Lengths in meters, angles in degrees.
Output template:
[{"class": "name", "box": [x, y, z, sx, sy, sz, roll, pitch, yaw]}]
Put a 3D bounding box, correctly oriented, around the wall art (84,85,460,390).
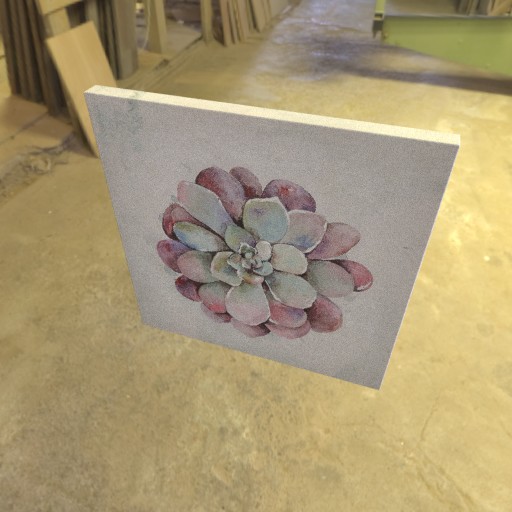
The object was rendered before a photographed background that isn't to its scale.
[{"class": "wall art", "box": [0.000, 0.000, 0.894, 0.605, 0.605, 0.044, 12, 43, 14]}]
